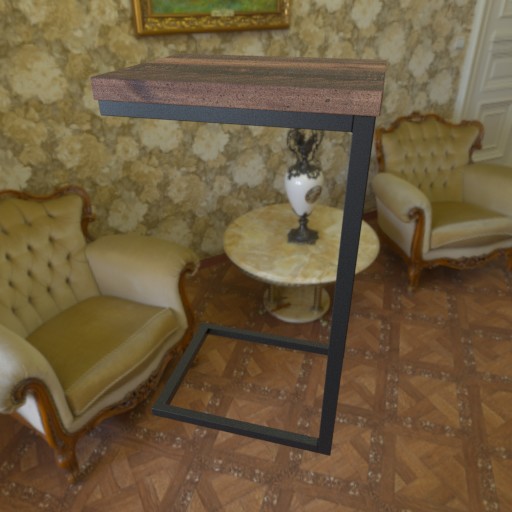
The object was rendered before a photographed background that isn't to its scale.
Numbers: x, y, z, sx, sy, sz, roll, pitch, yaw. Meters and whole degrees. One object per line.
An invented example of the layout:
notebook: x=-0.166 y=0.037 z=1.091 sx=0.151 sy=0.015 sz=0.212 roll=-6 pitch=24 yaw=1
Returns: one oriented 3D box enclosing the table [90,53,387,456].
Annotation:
table: x=0.000 y=0.000 z=0.909 sx=0.414 sy=0.718 sz=0.323 roll=8 pitch=31 yaw=13
